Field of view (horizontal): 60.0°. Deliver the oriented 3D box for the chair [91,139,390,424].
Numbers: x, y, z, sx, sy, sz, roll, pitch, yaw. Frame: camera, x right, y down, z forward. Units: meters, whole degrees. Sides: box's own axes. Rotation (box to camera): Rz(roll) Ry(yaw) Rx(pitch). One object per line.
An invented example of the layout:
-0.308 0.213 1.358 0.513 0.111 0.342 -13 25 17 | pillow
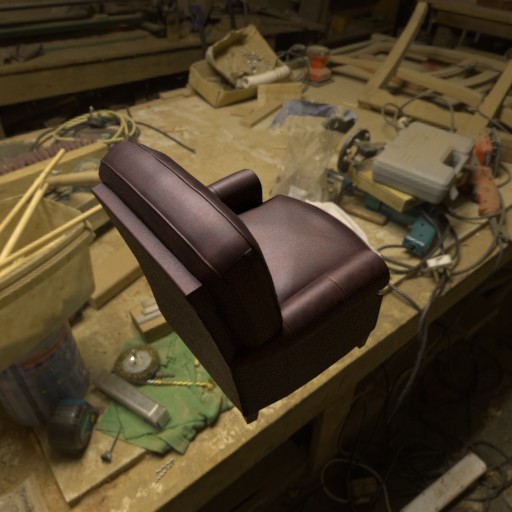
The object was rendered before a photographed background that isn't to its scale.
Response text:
0.000 0.000 1.834 0.986 1.018 0.936 -26 47 -27 | chair
